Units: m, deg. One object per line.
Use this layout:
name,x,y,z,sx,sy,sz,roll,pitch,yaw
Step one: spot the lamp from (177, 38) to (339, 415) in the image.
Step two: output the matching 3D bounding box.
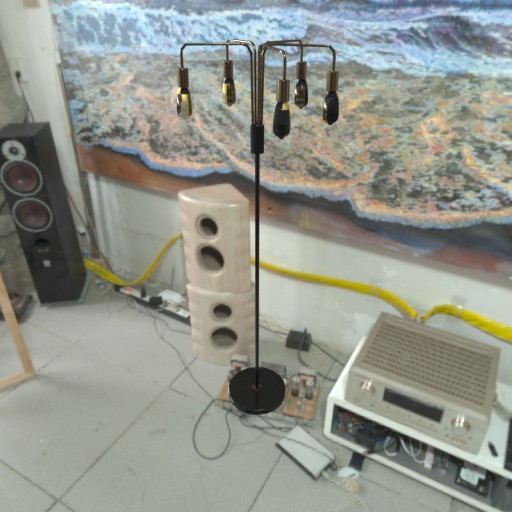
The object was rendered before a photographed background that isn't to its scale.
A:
lamp,0.000,0.000,1.977,0.599,1.721,0.572,0,30,0
